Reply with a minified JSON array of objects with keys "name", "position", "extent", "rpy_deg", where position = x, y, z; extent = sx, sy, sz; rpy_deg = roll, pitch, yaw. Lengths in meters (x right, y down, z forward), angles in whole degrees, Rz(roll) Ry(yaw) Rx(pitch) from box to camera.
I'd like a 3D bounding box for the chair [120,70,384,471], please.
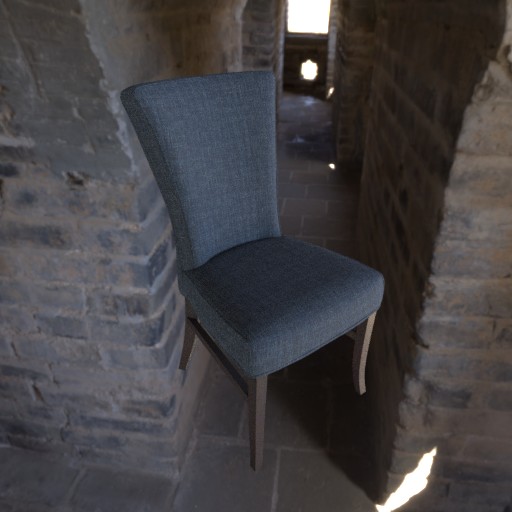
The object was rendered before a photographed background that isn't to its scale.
[{"name":"chair","position":[0.000,0.000,1.377],"extent":[0.520,0.991,0.660],"rpy_deg":[-22,37,-32]}]
